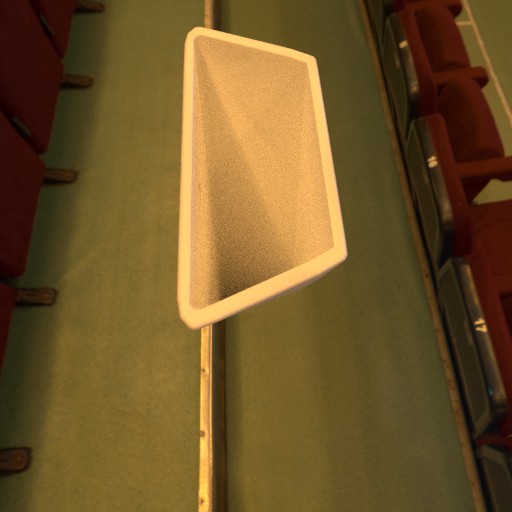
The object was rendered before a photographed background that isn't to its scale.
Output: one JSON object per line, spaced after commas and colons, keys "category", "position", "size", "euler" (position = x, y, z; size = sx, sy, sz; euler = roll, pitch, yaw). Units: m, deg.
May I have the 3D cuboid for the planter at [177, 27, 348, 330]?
{"category": "planter", "position": [0.000, 0.000, 0.267], "size": [0.060, 0.197, 0.150], "euler": [-3, 63, -1]}
